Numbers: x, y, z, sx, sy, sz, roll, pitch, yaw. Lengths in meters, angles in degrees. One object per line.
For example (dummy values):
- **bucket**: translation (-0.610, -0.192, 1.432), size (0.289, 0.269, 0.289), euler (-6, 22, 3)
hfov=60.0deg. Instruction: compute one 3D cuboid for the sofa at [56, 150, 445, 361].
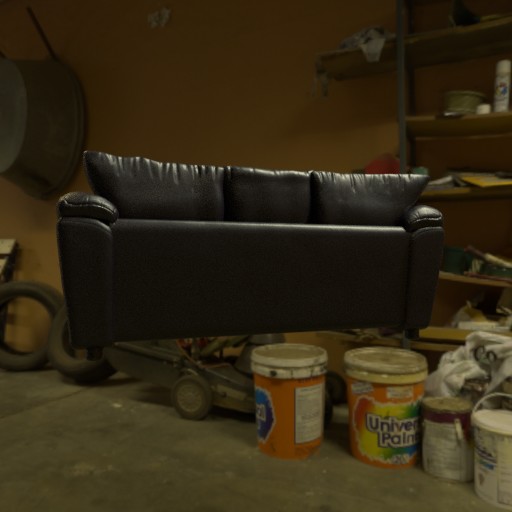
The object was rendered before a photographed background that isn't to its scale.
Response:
- **sofa**: translation (0.000, 0.000, 2.837), size (2.336, 1.073, 0.880), euler (0, 0, -18)
